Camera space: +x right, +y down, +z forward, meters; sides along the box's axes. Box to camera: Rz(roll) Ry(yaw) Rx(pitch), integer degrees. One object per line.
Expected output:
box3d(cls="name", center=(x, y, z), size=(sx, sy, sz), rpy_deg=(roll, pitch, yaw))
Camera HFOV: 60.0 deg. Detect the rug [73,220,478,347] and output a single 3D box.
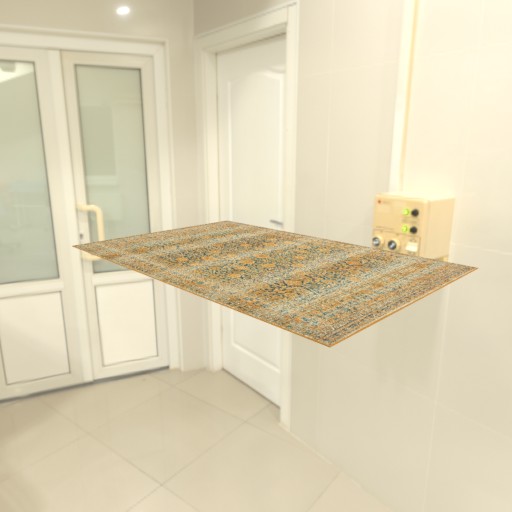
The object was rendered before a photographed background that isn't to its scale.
box3d(cls="rug", center=(0.000, 0.000, 3.001), size=(1.525, 0.007, 2.336), rpy_deg=(-14, 20, -43))
